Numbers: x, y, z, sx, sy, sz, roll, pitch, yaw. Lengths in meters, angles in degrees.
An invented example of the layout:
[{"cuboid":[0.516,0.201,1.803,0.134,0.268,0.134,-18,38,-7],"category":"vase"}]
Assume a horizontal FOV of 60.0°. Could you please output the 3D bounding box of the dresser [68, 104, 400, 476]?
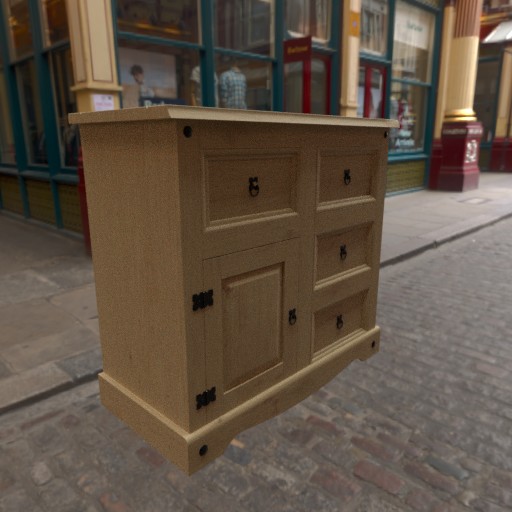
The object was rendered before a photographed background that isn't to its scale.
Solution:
[{"cuboid":[0.000,0.000,1.397,0.440,0.835,0.915,14,20,42],"category":"dresser"}]
